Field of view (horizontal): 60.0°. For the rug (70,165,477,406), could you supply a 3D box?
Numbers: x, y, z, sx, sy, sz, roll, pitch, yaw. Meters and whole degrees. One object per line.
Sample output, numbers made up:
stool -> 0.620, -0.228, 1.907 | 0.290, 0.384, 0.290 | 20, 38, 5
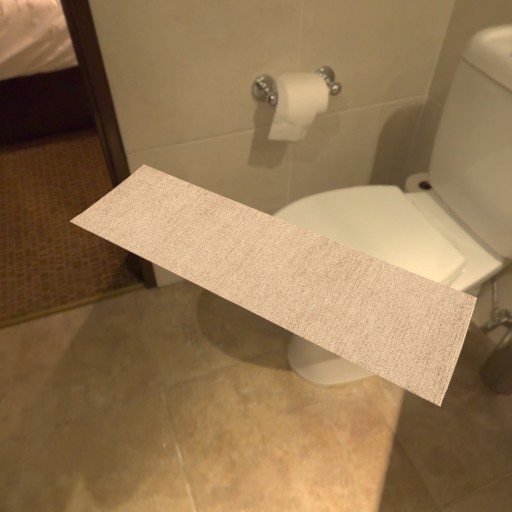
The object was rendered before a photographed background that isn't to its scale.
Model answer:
rug -> 0.000, 0.000, 2.577 | 2.346, 0.013, 0.712 | 24, 51, 21
